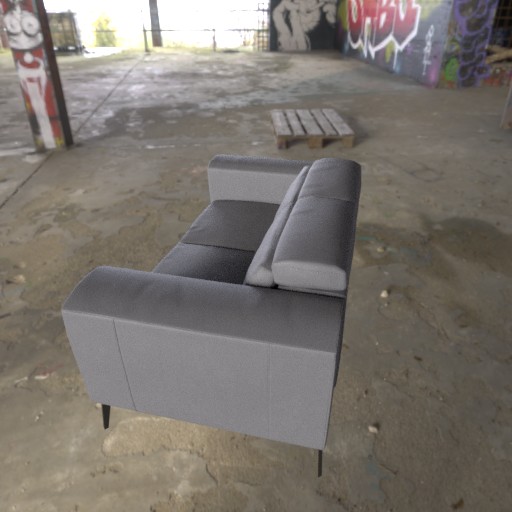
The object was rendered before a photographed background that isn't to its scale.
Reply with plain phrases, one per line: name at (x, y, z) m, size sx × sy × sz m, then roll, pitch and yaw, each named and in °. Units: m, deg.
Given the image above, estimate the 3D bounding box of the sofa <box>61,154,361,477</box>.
sofa at (0.000, 0.000, 2.366) m, size 1.003 × 0.779 × 1.895 m, roll 7°, pitch 31°, yaw 12°
